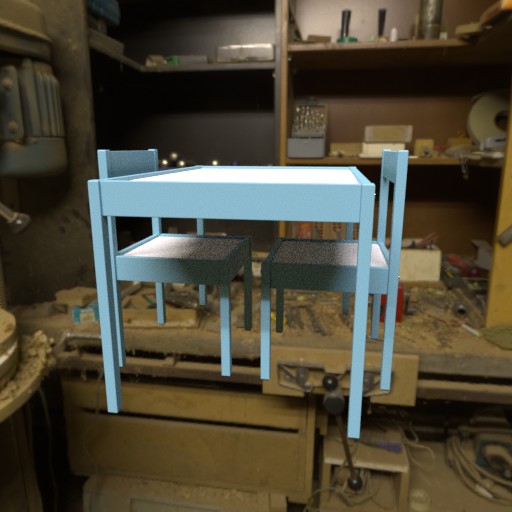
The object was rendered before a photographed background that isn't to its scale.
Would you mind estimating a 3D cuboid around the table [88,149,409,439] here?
[{"bbox_3d":[0.000,0.000,1.078,0.633,0.503,0.639,2,14,9],"label":"table"}]
